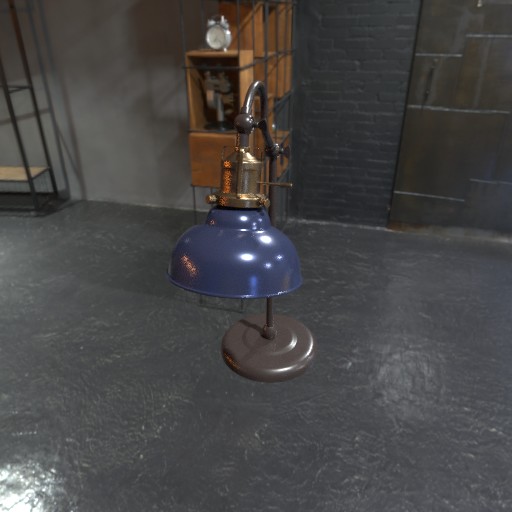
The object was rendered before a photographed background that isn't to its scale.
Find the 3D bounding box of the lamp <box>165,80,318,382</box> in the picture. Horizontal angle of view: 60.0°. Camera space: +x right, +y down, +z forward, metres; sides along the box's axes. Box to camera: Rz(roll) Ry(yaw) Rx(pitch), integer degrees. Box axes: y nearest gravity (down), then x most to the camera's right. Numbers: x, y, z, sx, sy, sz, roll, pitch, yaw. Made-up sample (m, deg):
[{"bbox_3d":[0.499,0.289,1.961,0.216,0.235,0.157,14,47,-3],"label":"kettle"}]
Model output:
[{"bbox_3d":[0.000,0.000,0.687,0.192,0.508,0.374,8,29,15],"label":"lamp"}]
